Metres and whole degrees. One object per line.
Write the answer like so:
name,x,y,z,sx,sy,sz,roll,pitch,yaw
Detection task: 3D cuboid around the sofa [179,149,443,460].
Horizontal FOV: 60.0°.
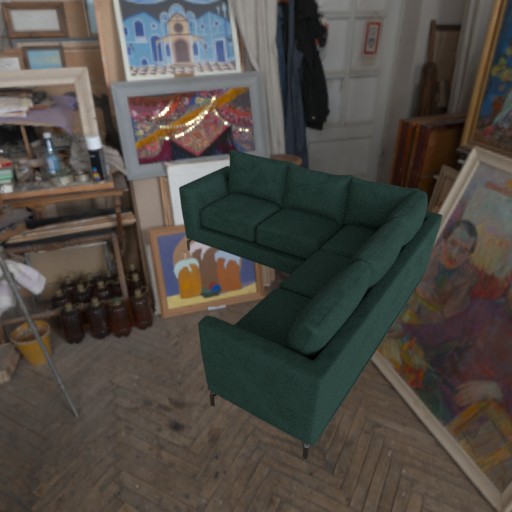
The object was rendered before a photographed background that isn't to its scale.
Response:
sofa,0.000,0.000,3.872,2.468,1.004,2.452,19,35,29
